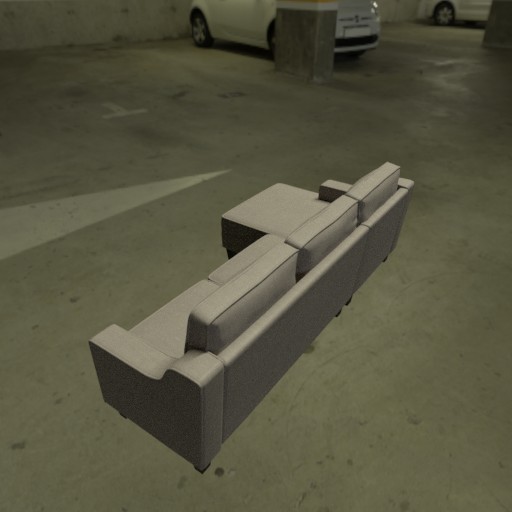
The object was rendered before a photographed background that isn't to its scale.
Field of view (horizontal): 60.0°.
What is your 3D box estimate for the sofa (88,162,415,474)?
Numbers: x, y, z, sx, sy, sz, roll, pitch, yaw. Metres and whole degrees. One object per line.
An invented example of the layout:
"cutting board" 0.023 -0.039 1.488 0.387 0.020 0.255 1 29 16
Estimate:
"sofa" 0.000 0.000 3.084 1.294 0.928 2.561 21 37 29
